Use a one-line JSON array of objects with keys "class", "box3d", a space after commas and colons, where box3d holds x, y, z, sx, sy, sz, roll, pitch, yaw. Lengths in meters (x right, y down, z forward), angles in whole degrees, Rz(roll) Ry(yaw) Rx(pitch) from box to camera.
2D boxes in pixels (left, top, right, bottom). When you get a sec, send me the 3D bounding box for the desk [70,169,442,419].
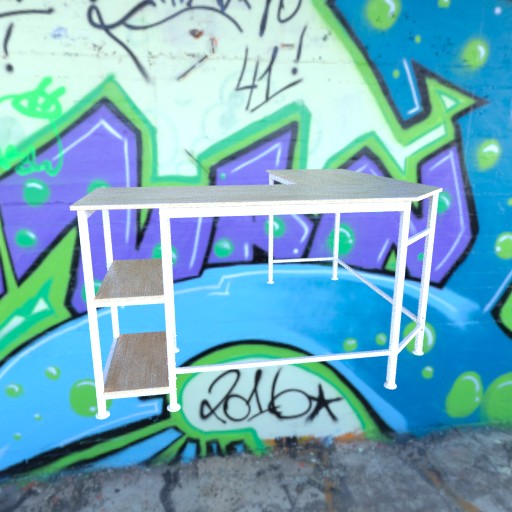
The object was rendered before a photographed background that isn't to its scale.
[{"class": "desk", "box3d": [0.000, 0.000, 2.196, 1.379, 0.739, 1.379, -3, 15, -10]}]
